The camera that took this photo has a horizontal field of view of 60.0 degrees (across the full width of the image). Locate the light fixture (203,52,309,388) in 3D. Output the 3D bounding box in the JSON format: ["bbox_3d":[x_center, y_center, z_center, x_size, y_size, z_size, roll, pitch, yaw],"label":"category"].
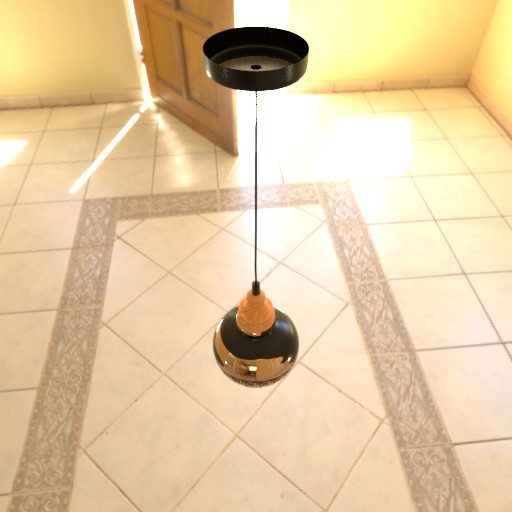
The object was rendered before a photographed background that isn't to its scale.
[{"bbox_3d":[0.000,0.000,1.739,0.430,1.606,0.430,-11,49,-10],"label":"light fixture"}]
